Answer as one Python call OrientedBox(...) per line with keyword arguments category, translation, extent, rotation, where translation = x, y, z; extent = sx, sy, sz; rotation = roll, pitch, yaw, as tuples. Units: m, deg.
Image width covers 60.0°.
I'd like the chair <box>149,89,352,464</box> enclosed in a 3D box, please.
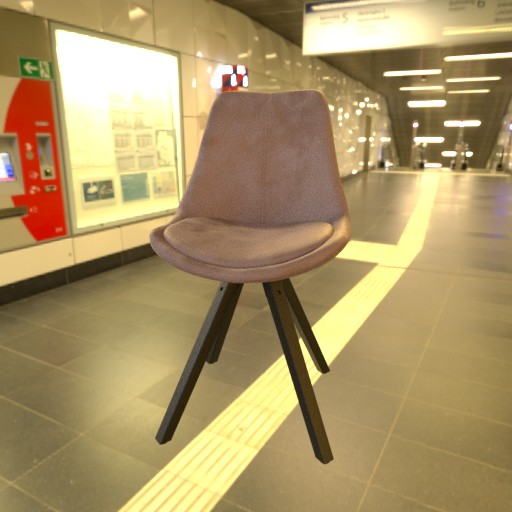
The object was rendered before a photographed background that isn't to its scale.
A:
OrientedBox(category="chair", translation=(0.000, 0.000, 1.161), extent=(0.483, 0.865, 0.547), rotation=(3, 15, 9))
